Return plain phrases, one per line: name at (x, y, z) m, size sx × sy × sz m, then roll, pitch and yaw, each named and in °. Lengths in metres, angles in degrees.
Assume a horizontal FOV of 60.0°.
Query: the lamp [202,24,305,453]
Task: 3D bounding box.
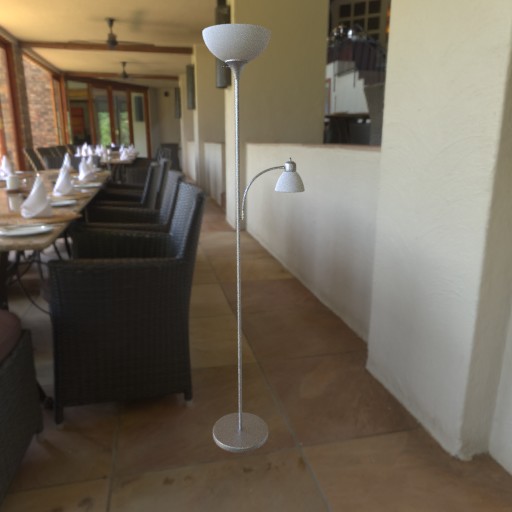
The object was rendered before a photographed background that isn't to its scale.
lamp at (0.000, 0.000, 1.967) m, size 0.425 × 1.804 × 0.279 m, roll -2°, pitch 15°, yaw -9°
